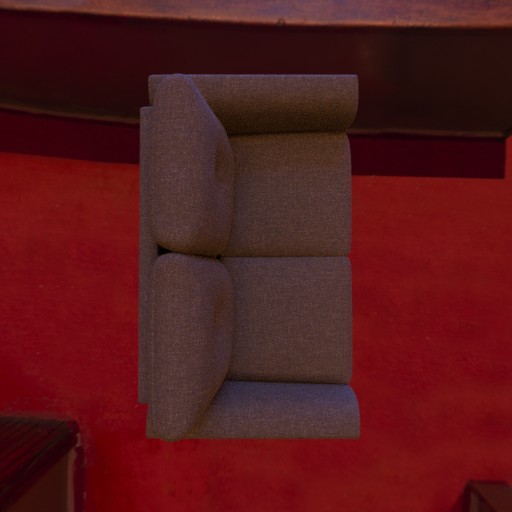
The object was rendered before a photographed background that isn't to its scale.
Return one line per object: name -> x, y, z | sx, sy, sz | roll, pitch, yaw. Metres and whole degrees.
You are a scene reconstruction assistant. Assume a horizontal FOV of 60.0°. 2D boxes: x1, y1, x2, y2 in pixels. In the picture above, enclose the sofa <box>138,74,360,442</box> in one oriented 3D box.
sofa -> 0.000, 0.000, 1.903 | 0.851, 0.885, 1.423 | 0, 88, 1
